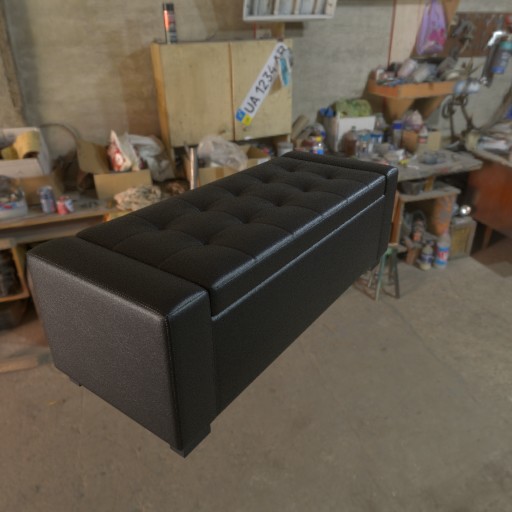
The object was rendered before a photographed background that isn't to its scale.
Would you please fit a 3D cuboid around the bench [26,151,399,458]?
[{"bbox_3d":[0.000,0.000,1.533,0.508,0.445,1.296,18,32,31],"label":"bench"}]
